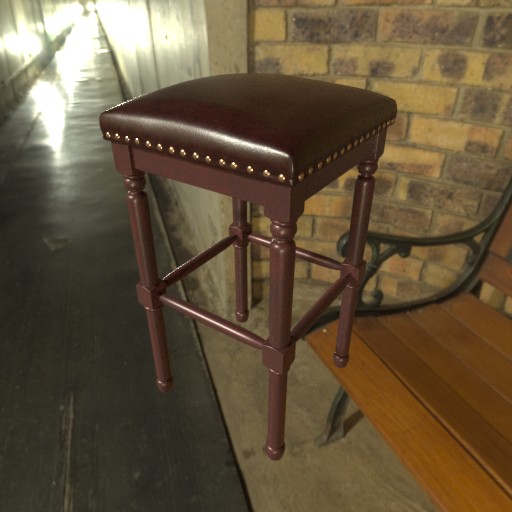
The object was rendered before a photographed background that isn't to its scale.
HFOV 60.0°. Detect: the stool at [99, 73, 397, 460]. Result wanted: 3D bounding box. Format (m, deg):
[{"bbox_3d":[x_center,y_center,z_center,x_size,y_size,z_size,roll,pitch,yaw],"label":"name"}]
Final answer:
[{"bbox_3d":[0.000,0.000,0.931,0.382,0.702,0.383,20,37,29],"label":"stool"}]
